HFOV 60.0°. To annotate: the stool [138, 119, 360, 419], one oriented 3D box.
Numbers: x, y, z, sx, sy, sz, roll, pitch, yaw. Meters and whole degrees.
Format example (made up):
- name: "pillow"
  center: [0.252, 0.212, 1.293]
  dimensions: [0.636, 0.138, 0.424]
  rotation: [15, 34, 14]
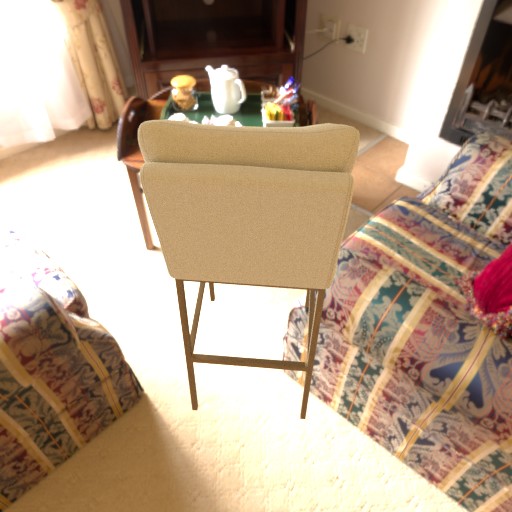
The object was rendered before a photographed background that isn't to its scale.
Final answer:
- name: "stool"
  center: [0.000, 0.000, 1.411]
  dimensions: [0.463, 1.125, 0.572]
  rotation: [3, 46, 3]
